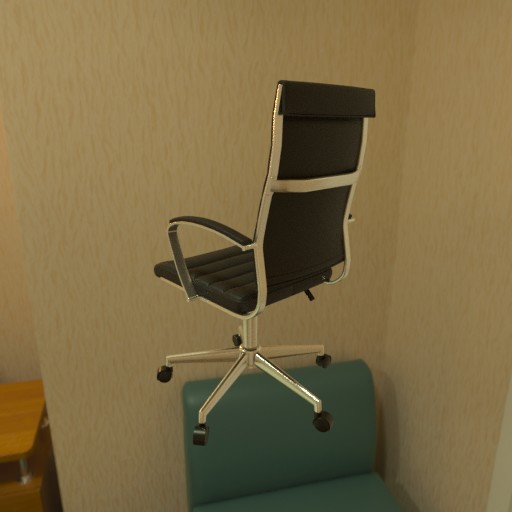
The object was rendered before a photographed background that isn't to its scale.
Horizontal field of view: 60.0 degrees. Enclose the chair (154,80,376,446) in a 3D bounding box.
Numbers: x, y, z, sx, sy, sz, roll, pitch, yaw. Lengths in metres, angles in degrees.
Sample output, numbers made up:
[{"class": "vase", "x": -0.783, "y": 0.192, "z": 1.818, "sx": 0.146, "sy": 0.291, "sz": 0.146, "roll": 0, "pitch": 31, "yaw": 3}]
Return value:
[{"class": "chair", "x": 0.000, "y": 0.000, "z": 1.638, "sx": 0.766, "sy": 1.149, "sz": 0.739, "roll": -16, "pitch": 23, "yaw": -43}]
